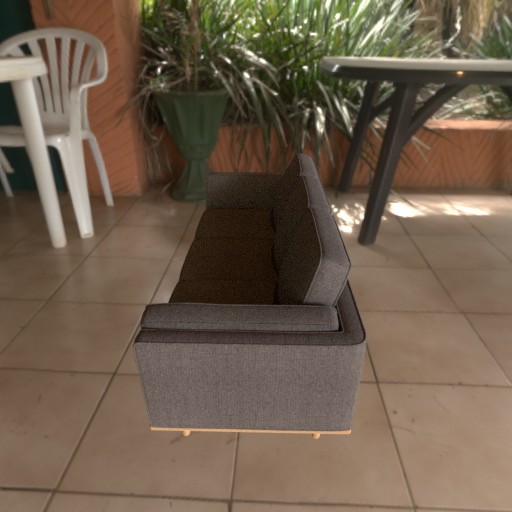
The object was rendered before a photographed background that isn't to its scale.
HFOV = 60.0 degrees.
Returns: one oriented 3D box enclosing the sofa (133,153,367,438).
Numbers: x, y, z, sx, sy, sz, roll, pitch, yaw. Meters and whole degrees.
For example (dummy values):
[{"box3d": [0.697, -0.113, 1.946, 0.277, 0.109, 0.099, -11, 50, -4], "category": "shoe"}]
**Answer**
[{"box3d": [0.000, 0.000, 2.765, 0.903, 0.899, 2.362, 1, 26, 1], "category": "sofa"}]
